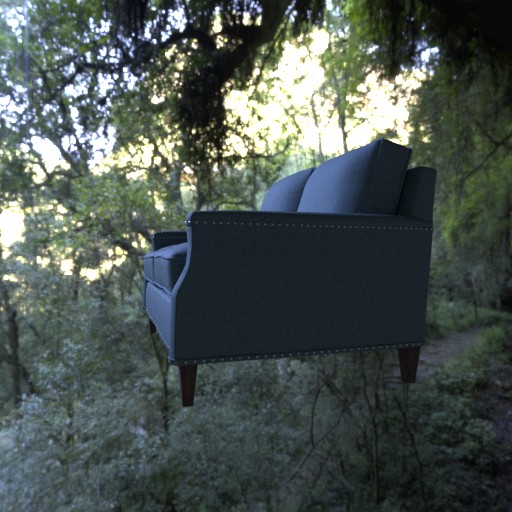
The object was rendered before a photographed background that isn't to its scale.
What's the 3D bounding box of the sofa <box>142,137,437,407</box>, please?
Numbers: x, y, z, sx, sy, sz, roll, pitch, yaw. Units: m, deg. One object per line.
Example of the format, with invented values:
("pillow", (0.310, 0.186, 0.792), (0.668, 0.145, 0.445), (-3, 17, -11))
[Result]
("sofa", (0.000, 0.000, 2.337), (1.084, 1.003, 1.597), (0, 0, -18))
